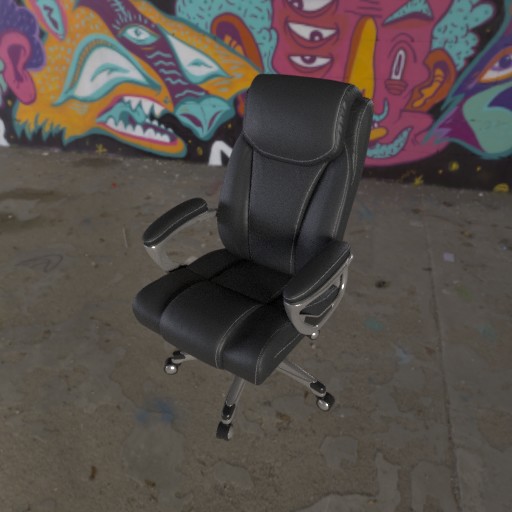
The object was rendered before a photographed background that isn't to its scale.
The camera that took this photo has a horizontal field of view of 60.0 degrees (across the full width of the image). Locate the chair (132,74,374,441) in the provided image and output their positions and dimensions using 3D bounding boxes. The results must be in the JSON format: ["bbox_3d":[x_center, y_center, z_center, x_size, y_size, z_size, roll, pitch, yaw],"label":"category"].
[{"bbox_3d":[0.000,0.000,1.641,0.741,1.167,0.784,20,36,29],"label":"chair"}]
